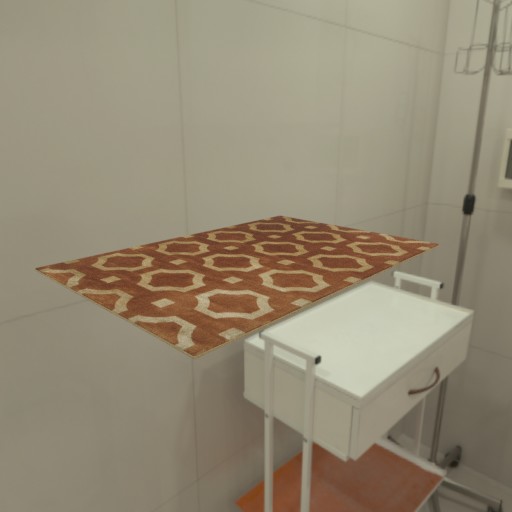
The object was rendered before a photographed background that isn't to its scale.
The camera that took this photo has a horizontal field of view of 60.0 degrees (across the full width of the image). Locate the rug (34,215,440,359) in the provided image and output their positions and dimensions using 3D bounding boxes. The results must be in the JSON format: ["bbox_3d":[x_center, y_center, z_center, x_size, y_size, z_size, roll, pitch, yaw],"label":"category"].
[{"bbox_3d":[0.000,0.000,2.977,1.555,0.016,2.286,15,22,42],"label":"rug"}]
